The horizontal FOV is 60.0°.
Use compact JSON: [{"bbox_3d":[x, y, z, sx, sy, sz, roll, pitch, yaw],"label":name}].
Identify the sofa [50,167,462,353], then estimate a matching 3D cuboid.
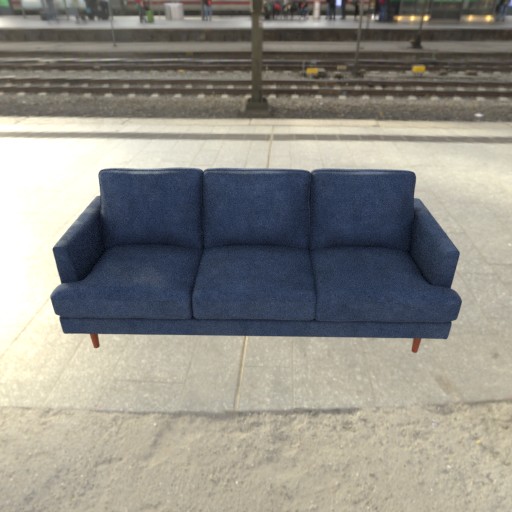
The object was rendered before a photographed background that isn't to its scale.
[{"bbox_3d":[0.000,0.000,2.751,2.246,0.930,0.903,1,30,1],"label":"sofa"}]
